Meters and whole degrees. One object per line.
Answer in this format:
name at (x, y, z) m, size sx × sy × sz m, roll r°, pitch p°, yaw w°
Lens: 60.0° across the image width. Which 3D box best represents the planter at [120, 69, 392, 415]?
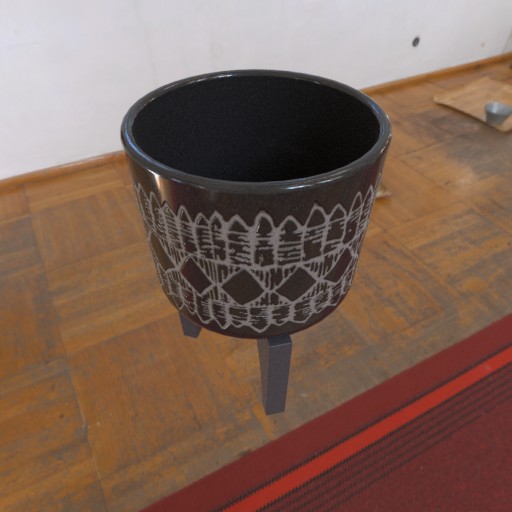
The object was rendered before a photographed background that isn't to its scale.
planter at (0.000, 0.000, 0.533) m, size 0.251 × 0.355 × 0.251 m, roll 11°, pitch 43°, yaw 13°
